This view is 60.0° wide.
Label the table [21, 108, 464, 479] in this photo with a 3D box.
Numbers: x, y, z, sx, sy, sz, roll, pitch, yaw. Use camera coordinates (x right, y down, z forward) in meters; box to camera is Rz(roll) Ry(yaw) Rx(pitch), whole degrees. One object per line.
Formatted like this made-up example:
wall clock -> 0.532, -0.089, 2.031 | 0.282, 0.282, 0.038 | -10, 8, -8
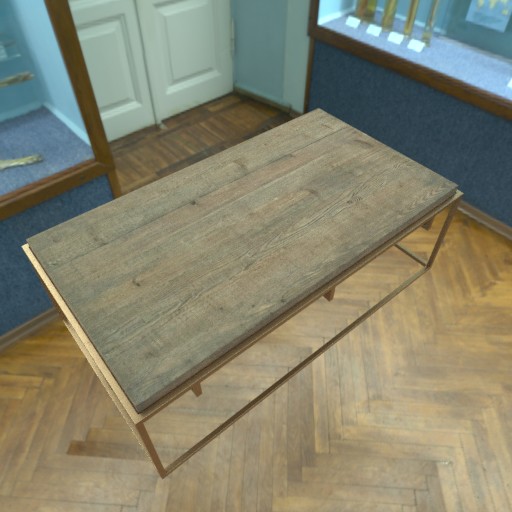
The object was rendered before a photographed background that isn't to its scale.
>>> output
table -> 0.000, 0.000, 1.716 | 1.387, 0.468, 0.775 | -31, 54, -26
